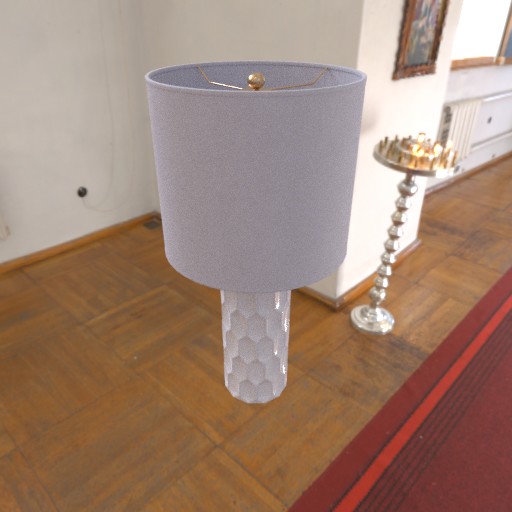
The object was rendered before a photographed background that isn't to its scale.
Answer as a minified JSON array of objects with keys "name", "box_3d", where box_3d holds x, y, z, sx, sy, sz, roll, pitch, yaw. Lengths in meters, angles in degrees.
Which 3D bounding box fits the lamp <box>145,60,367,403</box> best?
[{"name":"lamp","box_3d":[0.000,0.000,0.697,0.277,0.537,0.277,-1,30,-1]}]
